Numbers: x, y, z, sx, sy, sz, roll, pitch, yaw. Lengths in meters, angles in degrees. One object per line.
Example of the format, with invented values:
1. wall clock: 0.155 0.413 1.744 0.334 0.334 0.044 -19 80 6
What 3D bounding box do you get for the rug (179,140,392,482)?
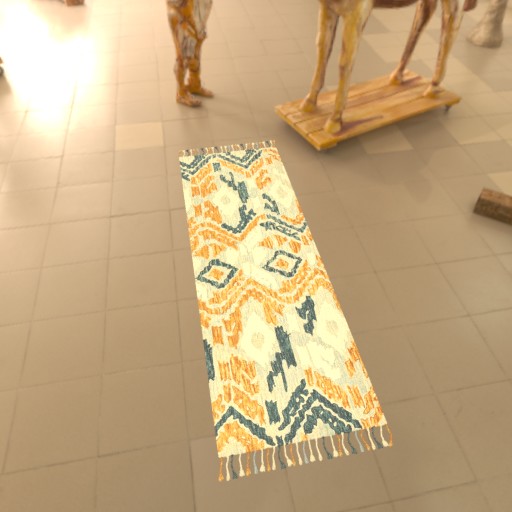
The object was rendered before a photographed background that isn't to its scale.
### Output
1. rug: 0.000 0.000 2.679 0.783 0.010 2.437 -8 47 -8
